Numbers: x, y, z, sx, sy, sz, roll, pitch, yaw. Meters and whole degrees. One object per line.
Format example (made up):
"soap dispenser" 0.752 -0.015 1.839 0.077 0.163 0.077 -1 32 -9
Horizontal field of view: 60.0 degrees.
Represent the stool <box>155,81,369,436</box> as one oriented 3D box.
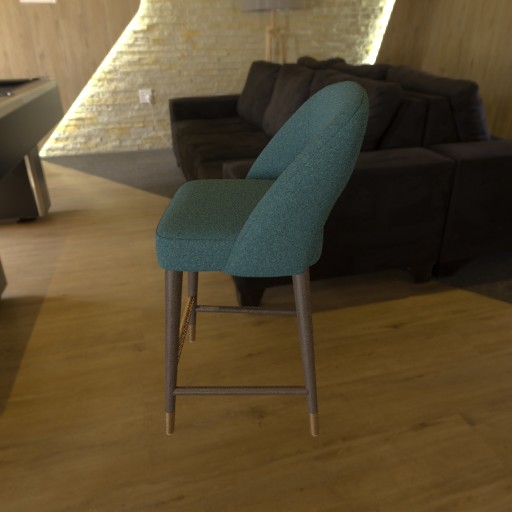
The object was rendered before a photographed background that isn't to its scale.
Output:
"stool" 0.000 0.000 1.281 0.522 0.939 0.536 0 26 1
